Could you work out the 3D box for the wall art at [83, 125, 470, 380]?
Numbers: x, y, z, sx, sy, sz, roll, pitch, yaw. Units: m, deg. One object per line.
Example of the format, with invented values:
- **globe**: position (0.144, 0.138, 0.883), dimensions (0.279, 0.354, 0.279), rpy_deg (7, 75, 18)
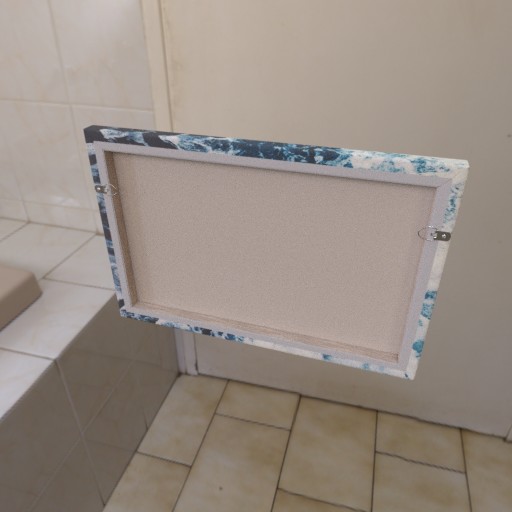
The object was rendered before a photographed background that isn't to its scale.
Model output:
- **wall art**: position (0.000, 0.000, 1.181), dimensions (0.915, 0.610, 0.042), rpy_deg (9, 33, 15)
